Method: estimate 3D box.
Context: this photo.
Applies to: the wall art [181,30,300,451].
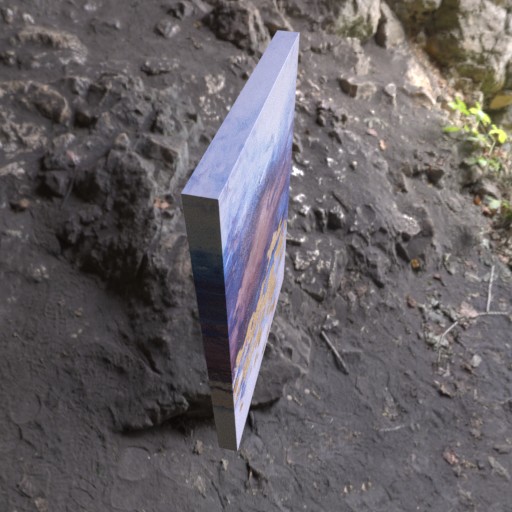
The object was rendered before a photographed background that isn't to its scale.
[{"bbox_3d":[0.000,0.000,0.757,0.036,0.581,0.437,10,46,10],"label":"wall art"}]
